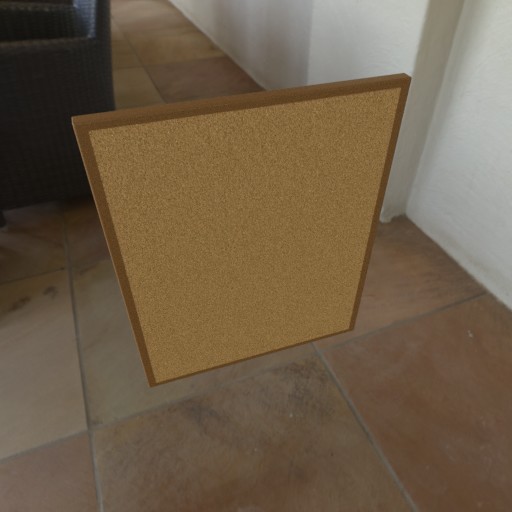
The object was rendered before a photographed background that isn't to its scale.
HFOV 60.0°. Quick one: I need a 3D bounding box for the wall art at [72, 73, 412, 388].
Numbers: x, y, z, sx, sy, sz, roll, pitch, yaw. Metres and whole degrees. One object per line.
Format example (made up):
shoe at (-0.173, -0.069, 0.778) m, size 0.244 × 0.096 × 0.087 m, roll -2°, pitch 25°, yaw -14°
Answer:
wall art at (0.000, 0.000, 0.748) m, size 0.449 × 0.550 × 0.021 m, roll -13°, pitch 43°, yaw -14°
